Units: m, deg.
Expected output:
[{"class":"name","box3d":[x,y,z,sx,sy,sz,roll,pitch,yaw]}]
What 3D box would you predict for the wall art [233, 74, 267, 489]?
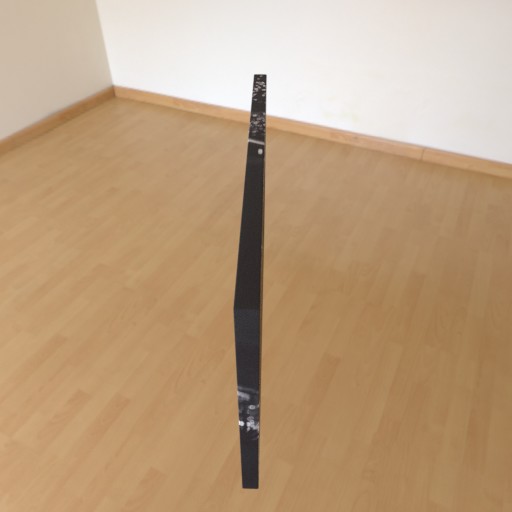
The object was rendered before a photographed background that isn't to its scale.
[{"class":"wall art","box3d":[0.000,0.000,1.150,0.038,0.609,0.914,1,41,1]}]
